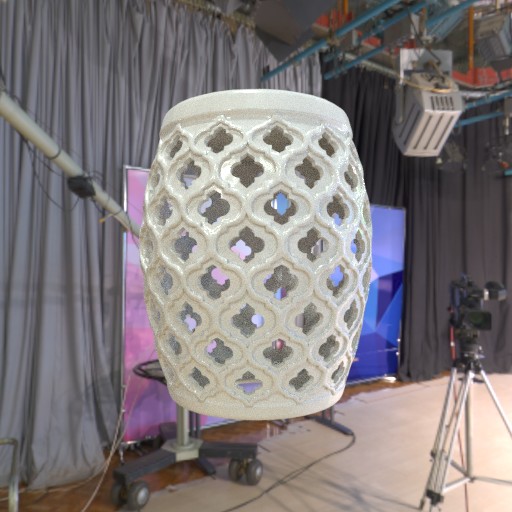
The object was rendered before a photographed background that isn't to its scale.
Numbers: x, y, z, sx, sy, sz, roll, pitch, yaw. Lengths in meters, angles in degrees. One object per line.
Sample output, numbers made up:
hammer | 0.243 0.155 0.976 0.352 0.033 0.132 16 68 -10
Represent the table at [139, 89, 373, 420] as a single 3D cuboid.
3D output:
table | 0.000 0.000 0.638 0.325 0.388 0.325 0 -1 0
